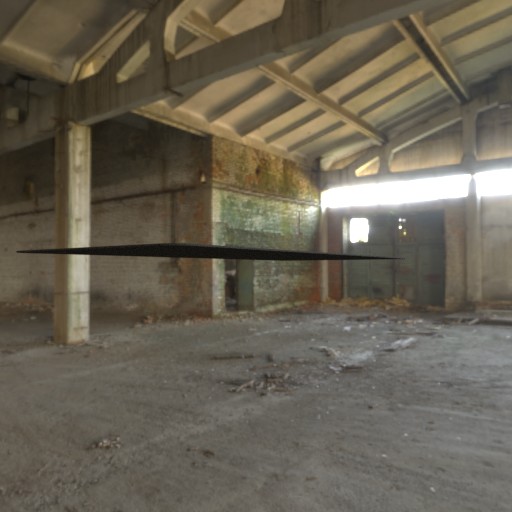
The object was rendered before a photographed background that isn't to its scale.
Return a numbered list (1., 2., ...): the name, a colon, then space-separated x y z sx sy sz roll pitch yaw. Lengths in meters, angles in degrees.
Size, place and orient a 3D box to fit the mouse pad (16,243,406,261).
1. mouse pad: 0.000 0.000 1.029 0.424 0.003 0.907 -1 -2 36
